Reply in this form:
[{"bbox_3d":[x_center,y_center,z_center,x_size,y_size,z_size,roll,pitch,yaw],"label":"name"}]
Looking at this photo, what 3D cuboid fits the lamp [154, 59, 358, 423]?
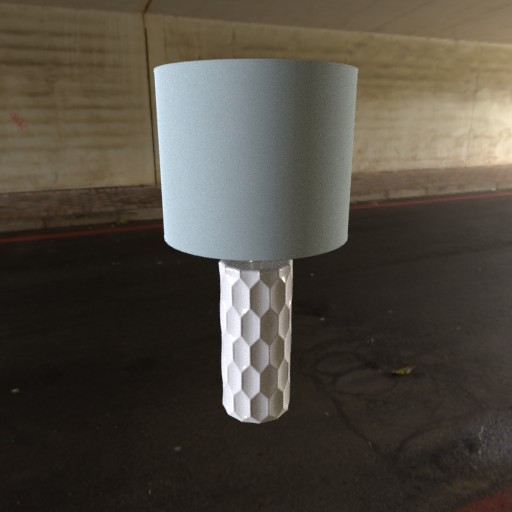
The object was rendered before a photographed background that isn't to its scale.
[{"bbox_3d":[0.000,0.000,0.692,0.277,0.534,0.277,3,17,8],"label":"lamp"}]
